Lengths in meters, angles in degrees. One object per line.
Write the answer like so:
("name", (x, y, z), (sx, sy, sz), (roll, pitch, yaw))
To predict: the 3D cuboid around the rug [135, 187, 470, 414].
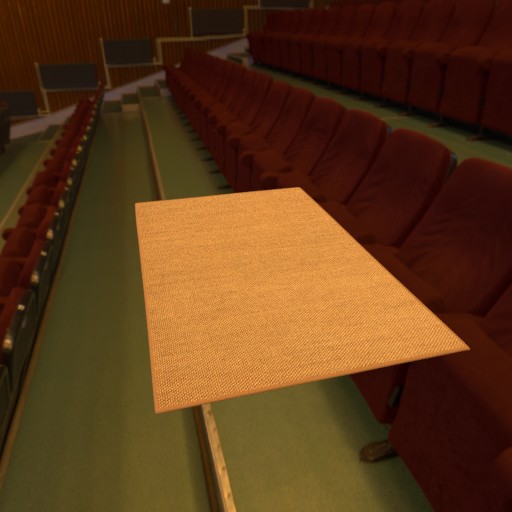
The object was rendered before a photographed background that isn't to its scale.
("rug", (0.000, 0.000, 2.092), (1.061, 0.012, 1.668), (-8, 29, -13))
